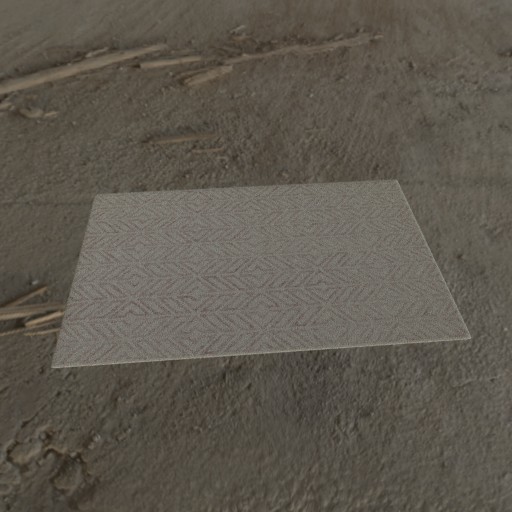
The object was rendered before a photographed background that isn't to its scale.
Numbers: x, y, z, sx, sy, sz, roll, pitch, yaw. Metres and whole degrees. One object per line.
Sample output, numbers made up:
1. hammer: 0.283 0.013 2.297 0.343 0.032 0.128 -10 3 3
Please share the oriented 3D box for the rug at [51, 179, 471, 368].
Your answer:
1. rug: 0.000 0.000 3.066 2.438 0.008 1.523 -3 48 -3
